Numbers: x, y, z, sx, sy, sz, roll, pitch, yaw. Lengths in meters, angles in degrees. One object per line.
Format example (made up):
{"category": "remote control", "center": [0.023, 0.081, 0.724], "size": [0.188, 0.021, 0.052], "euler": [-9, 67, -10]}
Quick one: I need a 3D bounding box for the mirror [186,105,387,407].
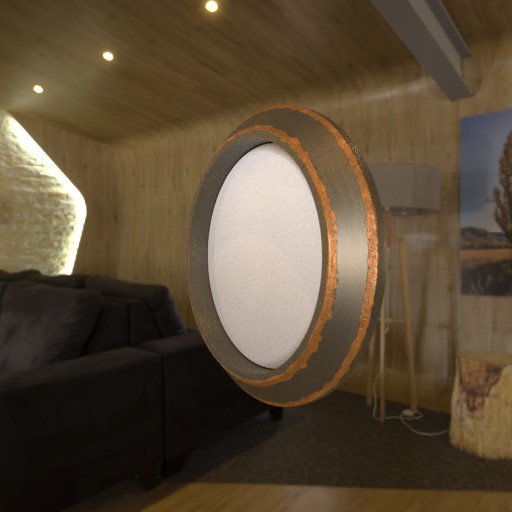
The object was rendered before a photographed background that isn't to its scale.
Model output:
{"category": "mirror", "center": [0.000, 0.000, 1.370], "size": [0.111, 0.907, 0.907], "euler": [0, 1, -35]}
